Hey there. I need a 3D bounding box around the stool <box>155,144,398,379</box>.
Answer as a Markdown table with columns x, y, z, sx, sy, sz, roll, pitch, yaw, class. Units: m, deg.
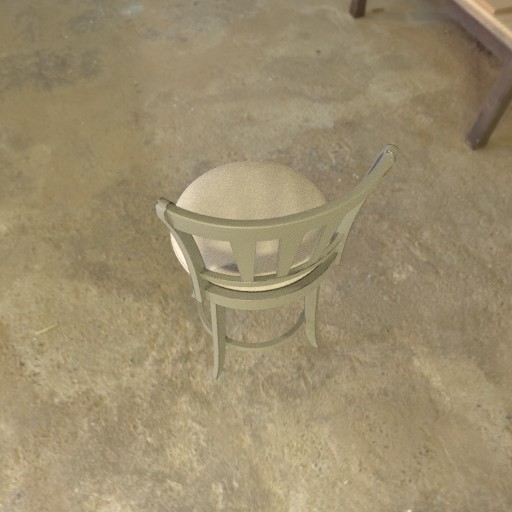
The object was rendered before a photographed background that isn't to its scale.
| x | y | z | sx | sy | sz | roll | pitch | yaw | class |
| --- | --- | --- | --- | --- | --- | --- | --- | --- | --- |
| 0.000 | 0.000 | 1.262 | 0.450 | 0.994 | 0.486 | -15 | 59 | -9 | stool |
